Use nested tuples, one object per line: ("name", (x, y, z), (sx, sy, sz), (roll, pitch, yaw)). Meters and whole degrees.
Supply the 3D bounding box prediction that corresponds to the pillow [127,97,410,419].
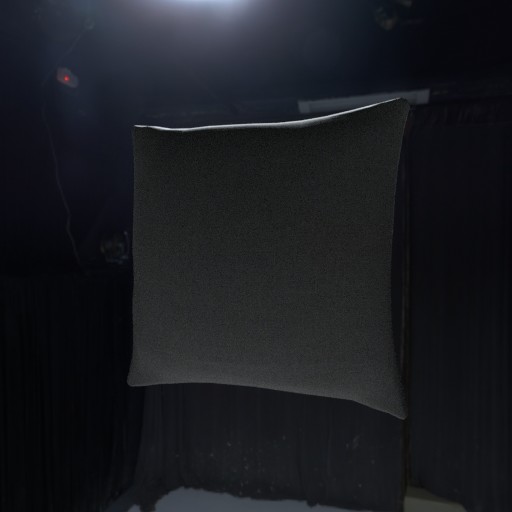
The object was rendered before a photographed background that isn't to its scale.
("pillow", (0.000, 0.000, 0.760), (0.496, 0.491, 0.219), (0, 1, 18))
